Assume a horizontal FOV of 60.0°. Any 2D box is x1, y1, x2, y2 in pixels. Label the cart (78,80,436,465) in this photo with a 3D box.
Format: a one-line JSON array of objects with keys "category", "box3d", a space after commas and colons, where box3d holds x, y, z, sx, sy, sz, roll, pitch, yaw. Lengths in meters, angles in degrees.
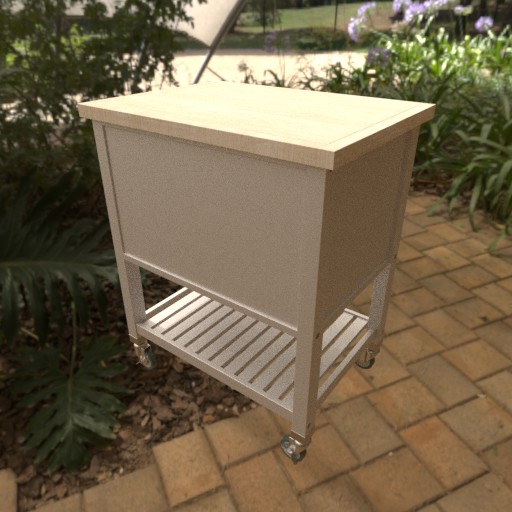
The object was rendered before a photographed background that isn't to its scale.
[{"category": "cart", "box3d": [0.000, 0.000, 1.387, 0.762, 0.914, 0.559, 20, 35, 32]}]
